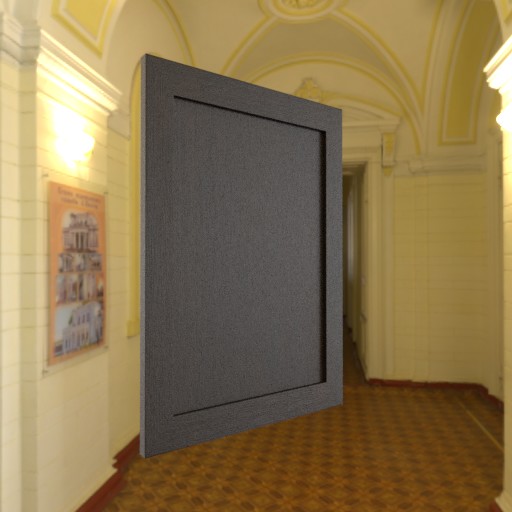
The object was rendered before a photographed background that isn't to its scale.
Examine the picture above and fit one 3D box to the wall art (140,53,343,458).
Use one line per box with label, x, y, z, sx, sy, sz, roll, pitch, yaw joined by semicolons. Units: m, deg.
wall art;0.000;0.000;0.673;0.359;0.513;0.017;0;-1;-36
